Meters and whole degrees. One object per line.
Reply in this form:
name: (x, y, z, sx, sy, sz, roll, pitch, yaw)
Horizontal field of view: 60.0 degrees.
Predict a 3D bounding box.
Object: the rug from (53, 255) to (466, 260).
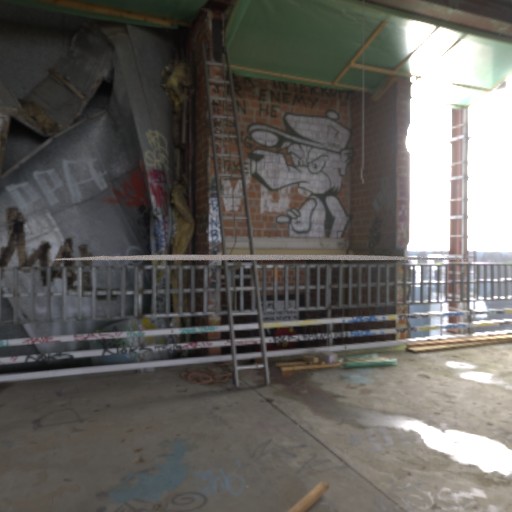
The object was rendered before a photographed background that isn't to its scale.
rug: (0.000, 0.000, 4.137, 2.448, 0.021, 3.051, 0, 1, -1)
